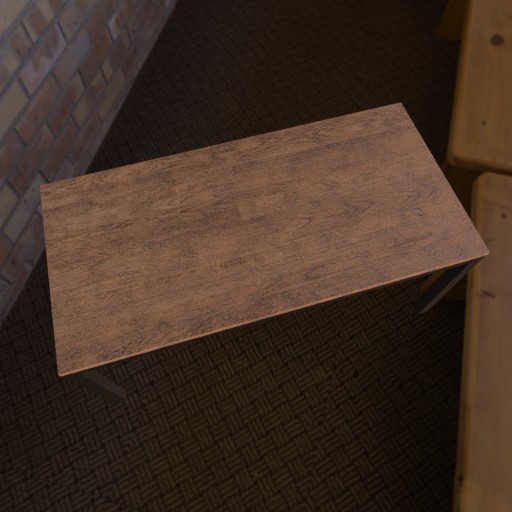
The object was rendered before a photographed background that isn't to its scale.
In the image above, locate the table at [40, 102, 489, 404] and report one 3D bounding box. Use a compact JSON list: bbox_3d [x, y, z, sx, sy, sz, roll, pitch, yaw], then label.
[{"bbox_3d":[0.000,0.000,2.301,1.805,0.767,0.893,-15,65,-7],"label":"table"}]
